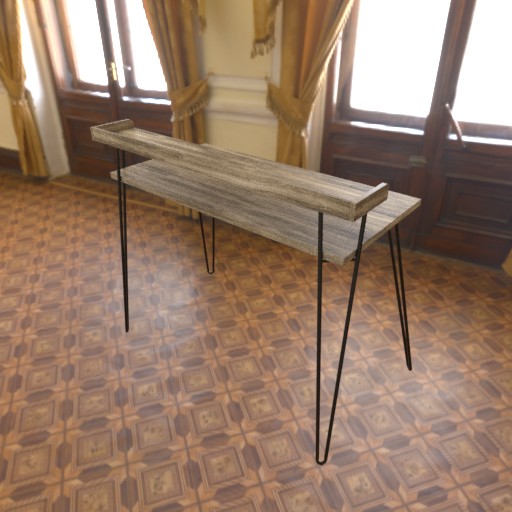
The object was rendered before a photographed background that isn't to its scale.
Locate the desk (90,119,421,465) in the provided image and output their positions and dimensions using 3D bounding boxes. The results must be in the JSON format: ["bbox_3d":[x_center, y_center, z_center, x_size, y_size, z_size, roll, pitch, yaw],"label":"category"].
[{"bbox_3d":[0.000,0.000,1.657,1.135,0.899,0.605,23,37,34],"label":"desk"}]
